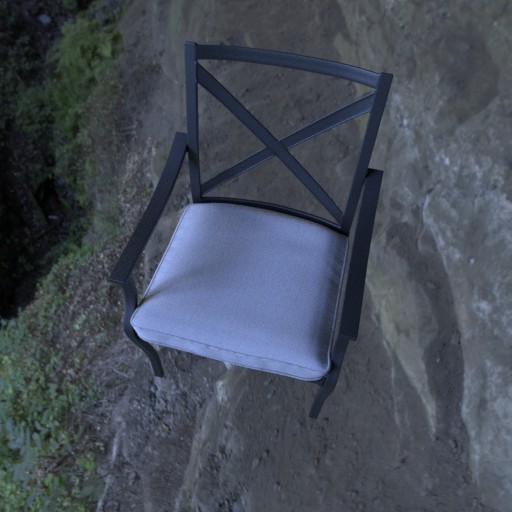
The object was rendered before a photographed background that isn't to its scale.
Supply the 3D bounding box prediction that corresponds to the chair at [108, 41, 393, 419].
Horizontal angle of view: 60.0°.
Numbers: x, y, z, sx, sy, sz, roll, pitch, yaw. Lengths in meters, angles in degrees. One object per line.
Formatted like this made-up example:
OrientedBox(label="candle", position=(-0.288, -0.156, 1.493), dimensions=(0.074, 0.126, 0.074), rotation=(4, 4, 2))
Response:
OrientedBox(label="chair", position=(0.000, 0.000, 1.251), dimensions=(0.575, 0.889, 0.620), rotation=(13, 59, 8))
